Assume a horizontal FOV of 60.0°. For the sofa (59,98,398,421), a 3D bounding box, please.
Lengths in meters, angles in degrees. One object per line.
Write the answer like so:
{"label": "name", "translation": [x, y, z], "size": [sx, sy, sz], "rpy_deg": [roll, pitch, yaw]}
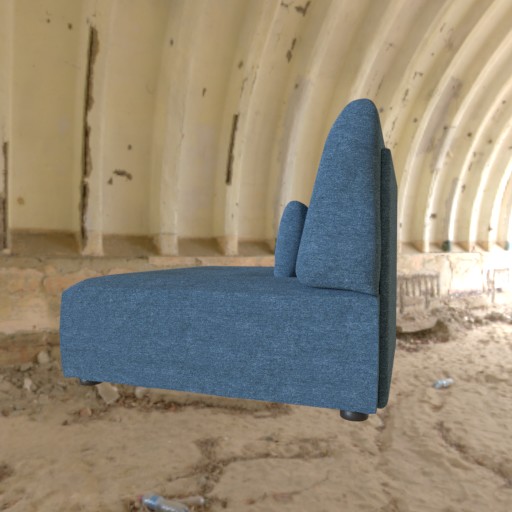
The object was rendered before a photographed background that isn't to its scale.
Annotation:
{"label": "sofa", "translation": [0.000, 0.000, 1.675], "size": [1.000, 0.820, 0.930], "rpy_deg": [0, 1, 19]}
